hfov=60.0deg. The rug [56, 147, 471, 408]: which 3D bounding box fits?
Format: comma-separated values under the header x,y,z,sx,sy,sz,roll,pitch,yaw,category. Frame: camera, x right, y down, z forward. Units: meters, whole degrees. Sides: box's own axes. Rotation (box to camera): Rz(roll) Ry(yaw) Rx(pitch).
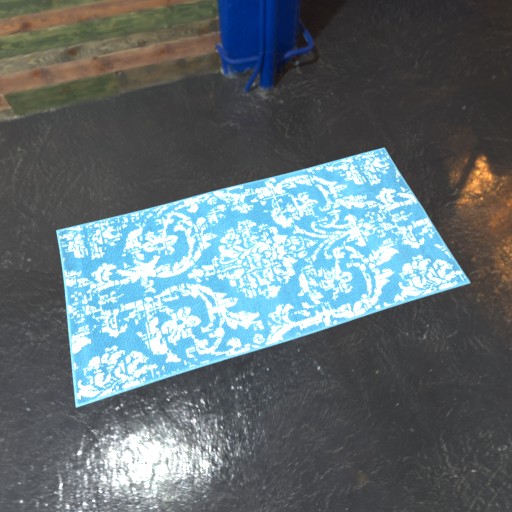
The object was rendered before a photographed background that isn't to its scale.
x,y,z,sx,sy,sz,roll,pitch,yaw,category
0.000,0.000,1.437,1.219,0.007,0.604,-16,61,-9,rug
